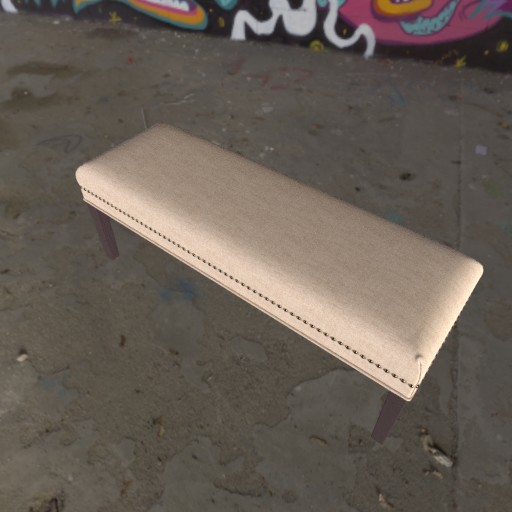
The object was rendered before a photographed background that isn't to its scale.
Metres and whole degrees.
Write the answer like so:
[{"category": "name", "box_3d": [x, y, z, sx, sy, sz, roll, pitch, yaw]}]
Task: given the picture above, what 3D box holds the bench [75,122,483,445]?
[{"category": "bench", "box_3d": [0.000, 0.000, 1.442, 1.219, 0.457, 0.410, 29, 52, 26]}]
